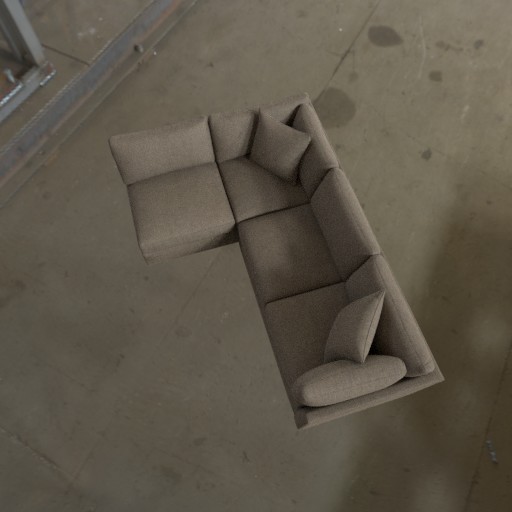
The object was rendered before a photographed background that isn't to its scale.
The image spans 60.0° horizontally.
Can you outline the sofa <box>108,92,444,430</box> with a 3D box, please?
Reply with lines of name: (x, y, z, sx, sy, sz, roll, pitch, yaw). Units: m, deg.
sofa: (0.000, 0.000, 3.868, 1.994, 0.978, 2.896, -15, 65, -7)
